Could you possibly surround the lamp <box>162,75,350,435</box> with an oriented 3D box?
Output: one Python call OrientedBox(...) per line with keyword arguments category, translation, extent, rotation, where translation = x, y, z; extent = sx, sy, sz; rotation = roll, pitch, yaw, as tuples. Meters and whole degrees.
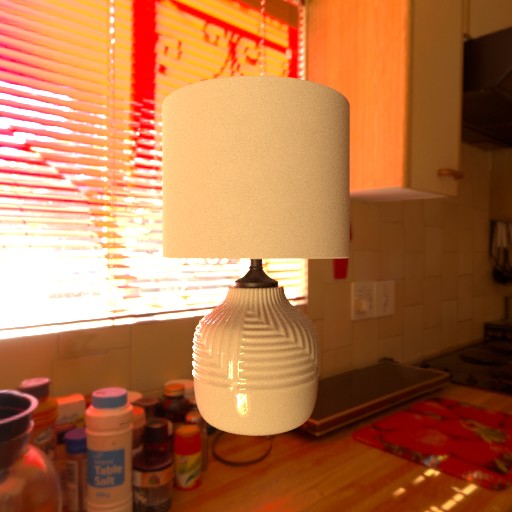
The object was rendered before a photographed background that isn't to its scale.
OrientedBox(category="lamp", translation=(0.000, 0.000, 0.768), extent=(0.318, 0.567, 0.318), rotation=(0, 1, 0))
